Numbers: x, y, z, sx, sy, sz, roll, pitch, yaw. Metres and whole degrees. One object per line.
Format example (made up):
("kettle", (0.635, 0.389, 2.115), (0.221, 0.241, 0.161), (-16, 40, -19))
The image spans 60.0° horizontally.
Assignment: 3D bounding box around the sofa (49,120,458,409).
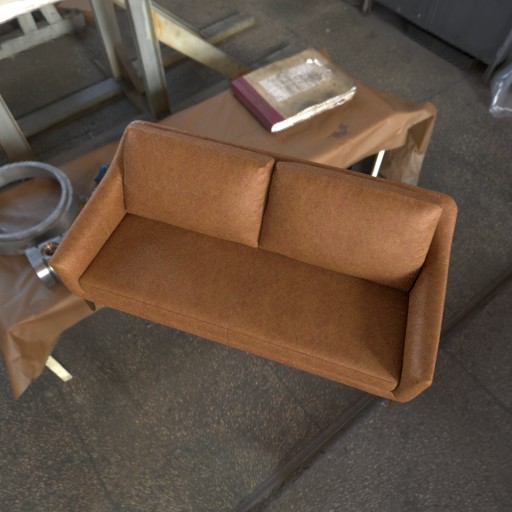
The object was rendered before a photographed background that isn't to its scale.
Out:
("sofa", (0.000, 0.000, 2.536), (2.036, 0.945, 0.981), (16, 59, 10))
